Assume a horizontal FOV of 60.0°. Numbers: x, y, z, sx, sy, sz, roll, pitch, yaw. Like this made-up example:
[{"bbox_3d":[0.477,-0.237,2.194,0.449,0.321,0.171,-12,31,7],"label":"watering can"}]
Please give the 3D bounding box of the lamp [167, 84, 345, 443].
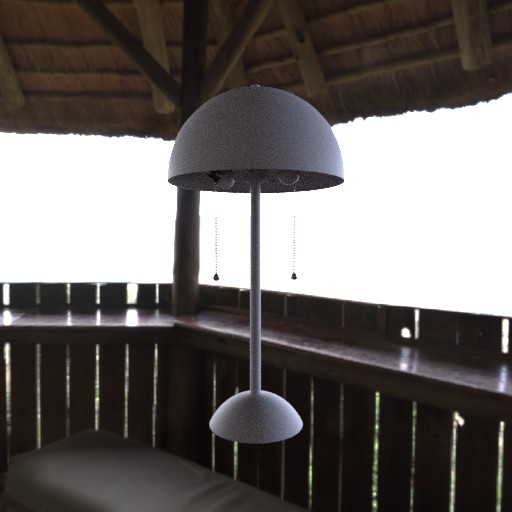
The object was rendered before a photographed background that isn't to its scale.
[{"bbox_3d":[0.000,0.000,0.435,0.171,0.330,0.171,0,1,0],"label":"lamp"}]
